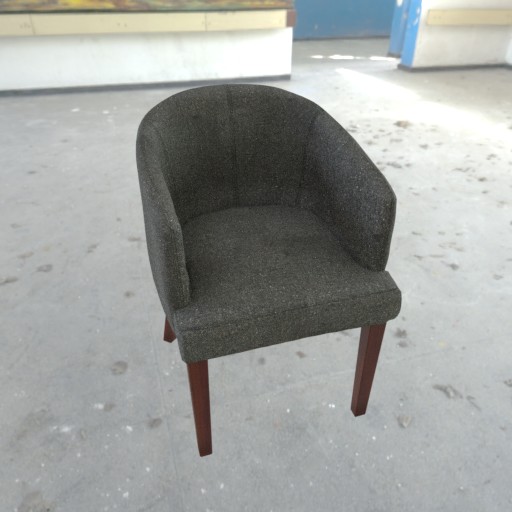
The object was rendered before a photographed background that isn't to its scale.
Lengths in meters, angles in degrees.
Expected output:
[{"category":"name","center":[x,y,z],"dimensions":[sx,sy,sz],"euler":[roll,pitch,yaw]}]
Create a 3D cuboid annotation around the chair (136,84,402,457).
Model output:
[{"category":"chair","center":[0.000,0.000,1.250],"dimensions":[0.583,0.811,0.655],"euler":[-9,33,-14]}]
